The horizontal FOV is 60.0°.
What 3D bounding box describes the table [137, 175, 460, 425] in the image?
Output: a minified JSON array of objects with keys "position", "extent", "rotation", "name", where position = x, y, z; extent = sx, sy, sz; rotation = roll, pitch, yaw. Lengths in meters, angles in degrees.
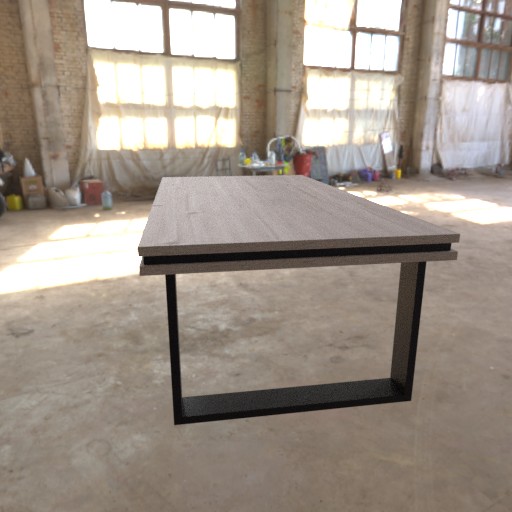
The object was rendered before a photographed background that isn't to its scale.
[{"position":[0.000,0.000,1.635],"extent":[0.700,0.450,1.350],"rotation":[-3,16,-9],"name":"table"}]
